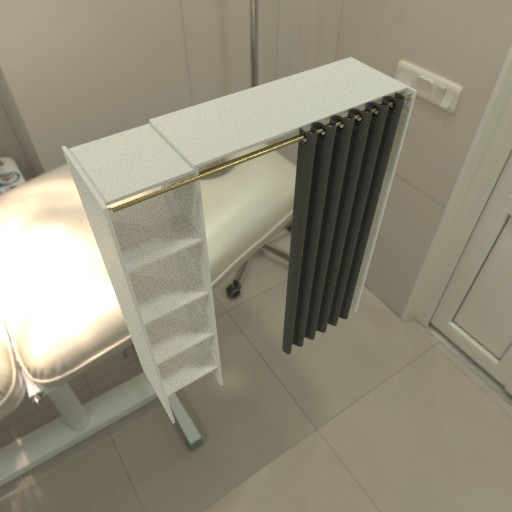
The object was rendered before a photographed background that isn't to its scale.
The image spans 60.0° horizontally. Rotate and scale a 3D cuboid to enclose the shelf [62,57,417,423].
[{"bbox_3d":[0.000,0.000,2.645,1.600,1.810,0.500,-26,52,-23],"label":"shelf"}]
